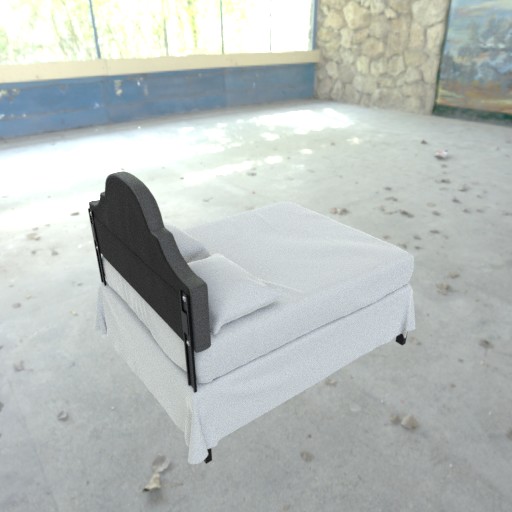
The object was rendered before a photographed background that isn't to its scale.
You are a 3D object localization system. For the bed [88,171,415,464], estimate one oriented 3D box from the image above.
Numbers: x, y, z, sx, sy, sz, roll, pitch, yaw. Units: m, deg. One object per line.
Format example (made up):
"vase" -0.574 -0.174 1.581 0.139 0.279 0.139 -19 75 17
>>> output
"bed" 0.000 0.000 3.450 2.222 1.634 1.780 -19 33 -32
